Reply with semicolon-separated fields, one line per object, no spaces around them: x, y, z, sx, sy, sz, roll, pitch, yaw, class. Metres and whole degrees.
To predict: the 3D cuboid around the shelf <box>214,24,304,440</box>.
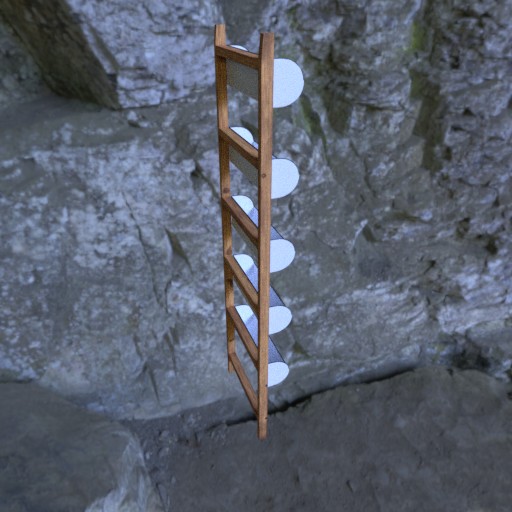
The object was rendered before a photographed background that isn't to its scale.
0.000;0.000;1.746;0.141;1.600;0.454;-11;32;-18;shelf
